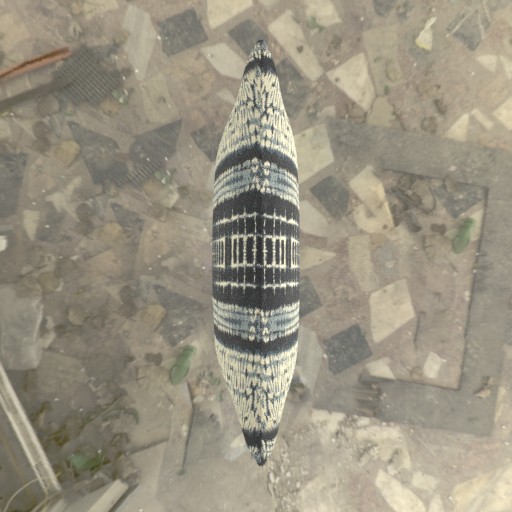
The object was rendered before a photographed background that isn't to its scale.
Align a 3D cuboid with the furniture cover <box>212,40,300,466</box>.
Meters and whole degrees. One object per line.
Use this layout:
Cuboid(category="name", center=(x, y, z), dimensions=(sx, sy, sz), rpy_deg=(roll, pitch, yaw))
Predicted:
Cuboid(category="furniture cover", center=(0.000, 0.000, 0.654), dimensions=(0.133, 0.435, 0.425), rpy_deg=(0, 88, -1))
